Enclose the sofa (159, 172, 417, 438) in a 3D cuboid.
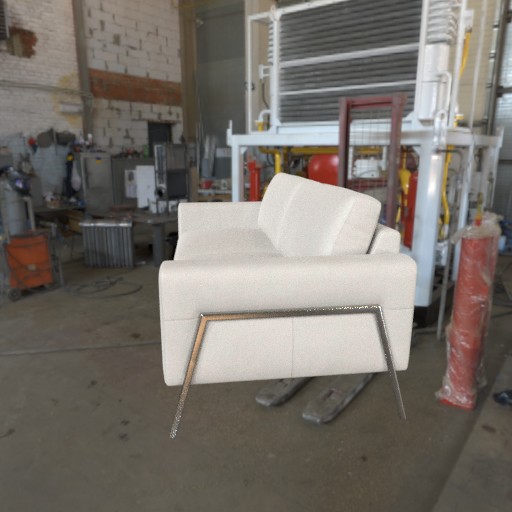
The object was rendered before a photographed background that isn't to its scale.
[{"bbox_3d":[0.000,0.000,2.563,0.953,0.875,2.017,-2,14,-7],"label":"sofa"}]
